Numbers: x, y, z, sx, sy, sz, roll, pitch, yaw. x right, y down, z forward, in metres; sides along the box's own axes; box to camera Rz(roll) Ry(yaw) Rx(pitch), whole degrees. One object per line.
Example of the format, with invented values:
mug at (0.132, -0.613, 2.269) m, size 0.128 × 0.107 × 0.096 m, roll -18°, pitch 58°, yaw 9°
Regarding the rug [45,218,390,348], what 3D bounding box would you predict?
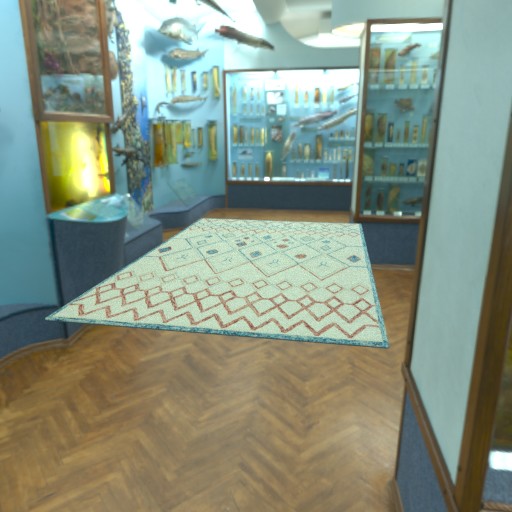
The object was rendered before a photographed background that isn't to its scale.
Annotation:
rug at (0.000, 0.000, 3.047) m, size 1.524 × 0.015 × 2.438 m, roll 3°, pitch 16°, yaw 10°
